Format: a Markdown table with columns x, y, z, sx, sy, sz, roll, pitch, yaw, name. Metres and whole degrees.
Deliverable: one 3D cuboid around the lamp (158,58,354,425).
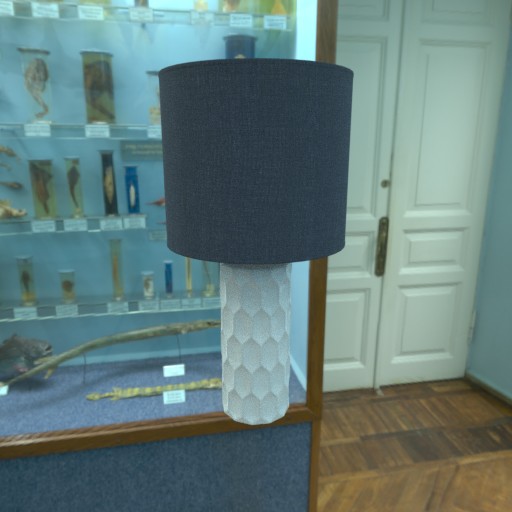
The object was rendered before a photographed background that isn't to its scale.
| x | y | z | sx | sy | sz | roll | pitch | yaw | name |
| --- | --- | --- | --- | --- | --- | --- | --- | --- | --- |
| 0.000 | 0.000 | 0.706 | 0.277 | 0.537 | 0.277 | -2 | 14 | -8 | lamp |
